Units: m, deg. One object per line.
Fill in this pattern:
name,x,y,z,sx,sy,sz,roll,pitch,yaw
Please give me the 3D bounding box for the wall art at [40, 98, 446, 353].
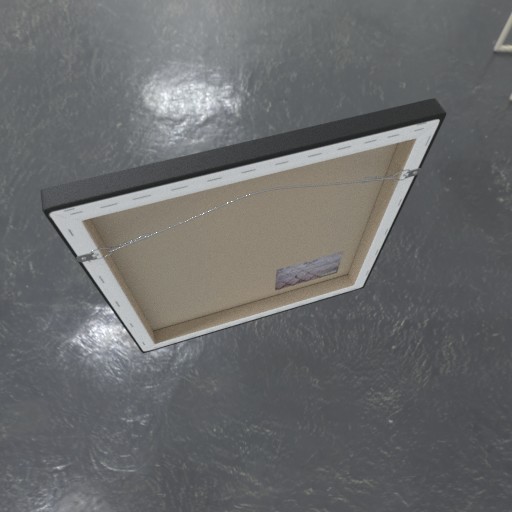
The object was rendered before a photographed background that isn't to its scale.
wall art,0.000,0.000,0.906,0.610,0.611,0.043,-15,61,-9
